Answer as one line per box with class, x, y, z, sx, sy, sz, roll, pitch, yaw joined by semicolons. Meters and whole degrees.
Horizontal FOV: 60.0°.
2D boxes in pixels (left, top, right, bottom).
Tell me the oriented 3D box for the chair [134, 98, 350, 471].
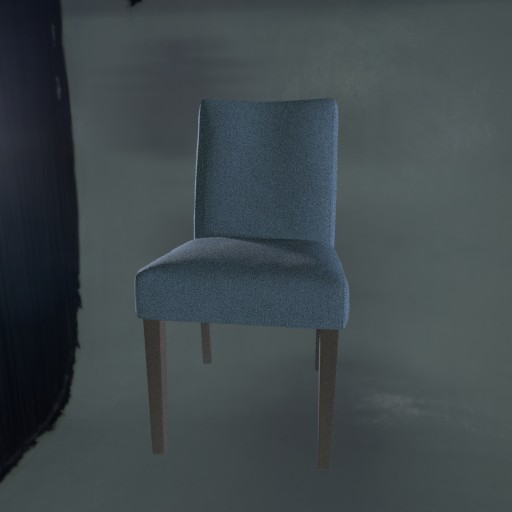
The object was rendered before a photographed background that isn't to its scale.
chair;0.000;0.000;1.252;0.487;0.882;0.629;2;15;7
